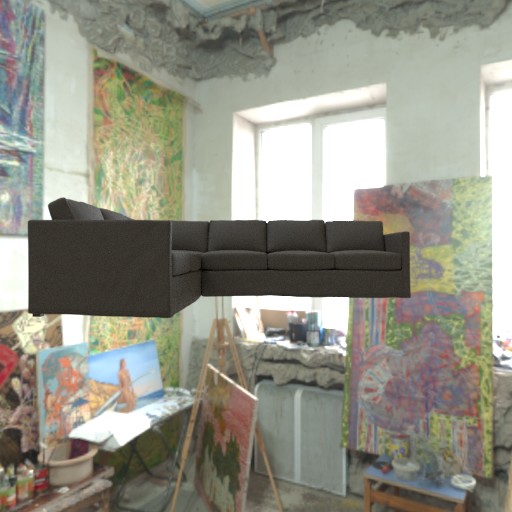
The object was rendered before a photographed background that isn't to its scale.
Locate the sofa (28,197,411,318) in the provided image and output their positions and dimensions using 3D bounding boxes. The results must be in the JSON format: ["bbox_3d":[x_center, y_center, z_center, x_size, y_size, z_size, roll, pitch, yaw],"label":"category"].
[{"bbox_3d":[0.000,0.000,4.285,3.182,0.871,2.432,0,0,1],"label":"sofa"}]
